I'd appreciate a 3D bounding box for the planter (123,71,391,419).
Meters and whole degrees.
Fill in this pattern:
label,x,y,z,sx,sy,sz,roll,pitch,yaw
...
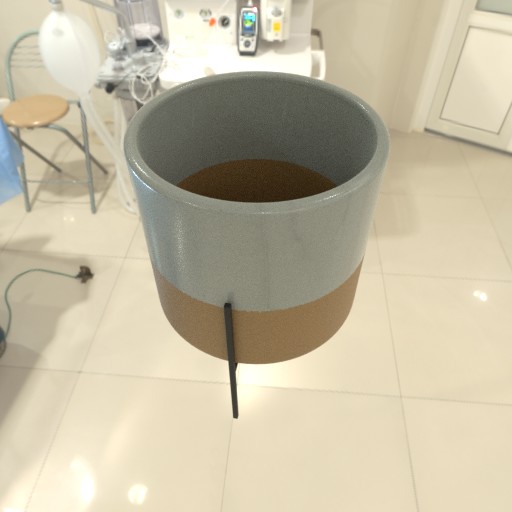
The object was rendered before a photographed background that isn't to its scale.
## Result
label,x,y,z,sx,sy,sz,roll,pitch,yaw
planter,0.000,0.000,0.747,0.348,0.480,0.360,9,47,8
